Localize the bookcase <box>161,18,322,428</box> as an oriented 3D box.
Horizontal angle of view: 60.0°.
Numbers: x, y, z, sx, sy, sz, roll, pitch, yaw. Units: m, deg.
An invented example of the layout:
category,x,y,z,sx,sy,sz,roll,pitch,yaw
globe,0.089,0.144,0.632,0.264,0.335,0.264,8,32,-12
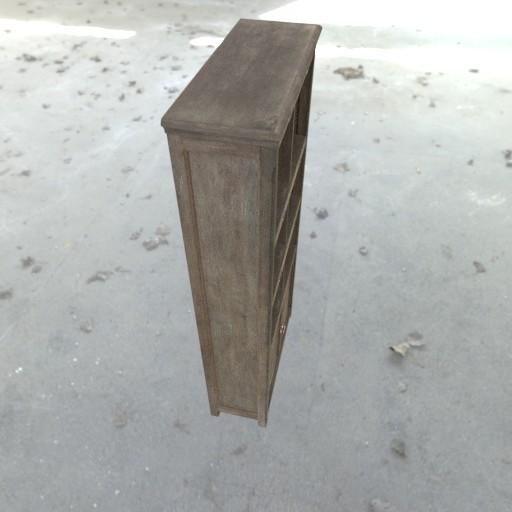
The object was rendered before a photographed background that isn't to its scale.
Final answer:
category,x,y,z,sx,sy,sz,roll,pitch,yaw
bookcase,0.000,0.000,2.191,0.348,1.880,0.906,9,46,9
